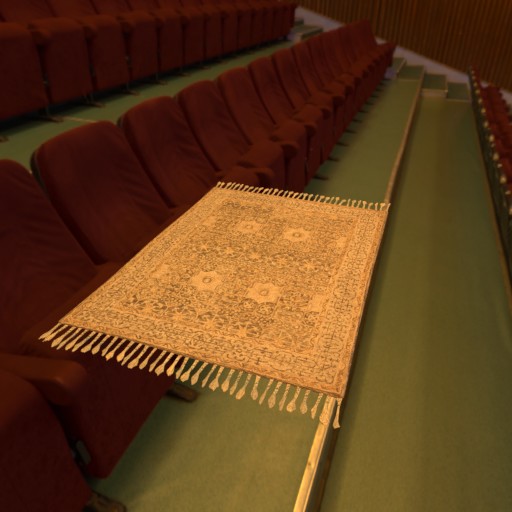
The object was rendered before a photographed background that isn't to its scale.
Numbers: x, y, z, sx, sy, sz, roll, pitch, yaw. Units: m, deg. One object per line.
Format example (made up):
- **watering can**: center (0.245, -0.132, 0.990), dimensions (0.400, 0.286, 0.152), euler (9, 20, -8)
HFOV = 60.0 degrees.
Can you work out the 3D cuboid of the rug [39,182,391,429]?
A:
- **rug**: center (0.000, 0.000, 3.085), dimensions (1.619, 0.023, 2.465), euler (10, 32, 17)
